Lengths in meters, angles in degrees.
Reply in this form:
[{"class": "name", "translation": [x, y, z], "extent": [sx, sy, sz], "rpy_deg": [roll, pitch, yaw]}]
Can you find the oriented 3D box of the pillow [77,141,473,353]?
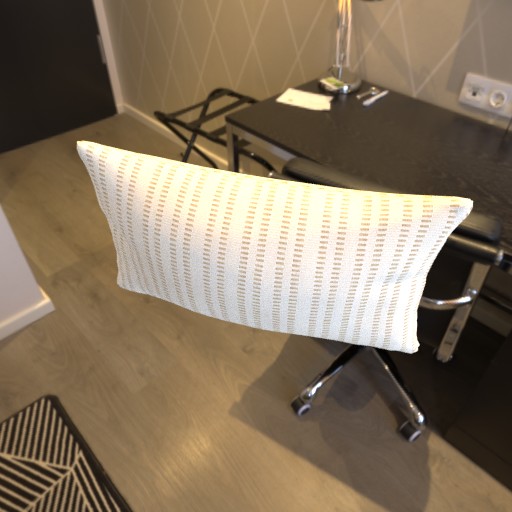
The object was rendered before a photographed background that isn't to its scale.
[{"class": "pillow", "translation": [0.000, 0.000, 0.792], "extent": [0.640, 0.353, 0.210], "rpy_deg": [11, 44, 12]}]
